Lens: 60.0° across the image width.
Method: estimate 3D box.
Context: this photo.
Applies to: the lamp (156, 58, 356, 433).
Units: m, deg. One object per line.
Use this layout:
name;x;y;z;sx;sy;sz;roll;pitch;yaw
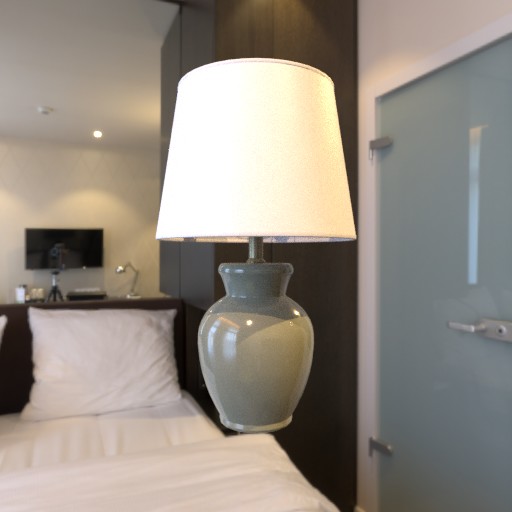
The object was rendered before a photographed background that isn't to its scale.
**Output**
lamp;0.000;0.000;0.541;0.239;0.399;0.239;0;0;0
